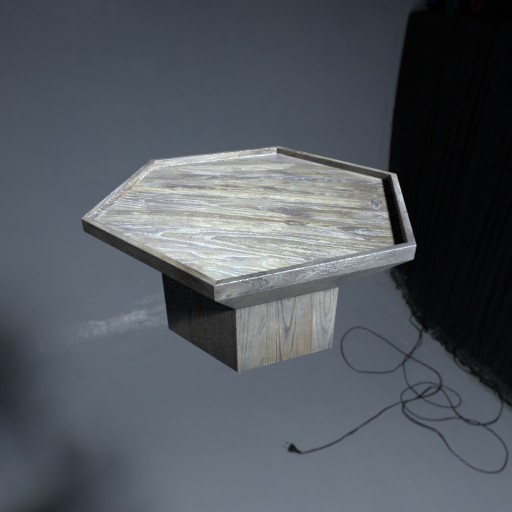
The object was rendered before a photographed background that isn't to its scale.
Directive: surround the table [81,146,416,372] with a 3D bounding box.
[{"bbox_3d":[0.000,0.000,1.614,1.115,0.488,0.966,-11,32,-17],"label":"table"}]
